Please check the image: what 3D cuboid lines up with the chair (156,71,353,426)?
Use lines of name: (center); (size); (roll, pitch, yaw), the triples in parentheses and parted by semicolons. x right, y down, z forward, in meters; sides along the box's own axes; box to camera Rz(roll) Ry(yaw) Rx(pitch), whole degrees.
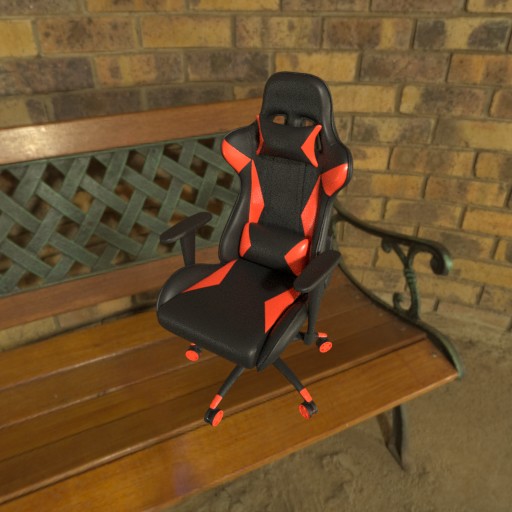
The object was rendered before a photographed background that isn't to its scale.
chair: (0.000, 0.000, 1.742); (0.695, 1.282, 0.730); (19, 36, 28)
